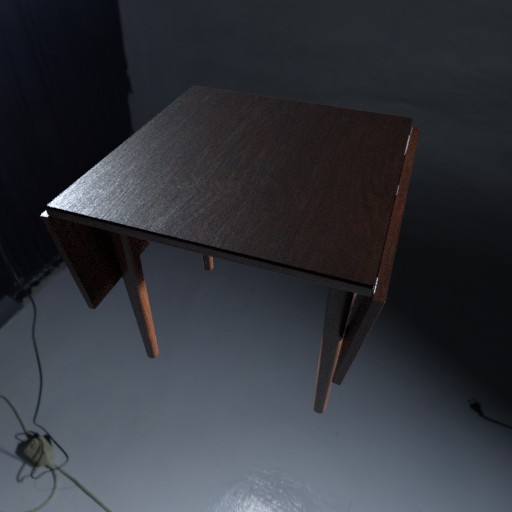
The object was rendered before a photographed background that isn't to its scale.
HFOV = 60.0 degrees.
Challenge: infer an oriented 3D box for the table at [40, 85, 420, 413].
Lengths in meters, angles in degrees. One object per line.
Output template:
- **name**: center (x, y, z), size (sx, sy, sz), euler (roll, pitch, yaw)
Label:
- **table**: center (0.000, 0.000, 1.503), size (0.843, 0.763, 0.812), euler (14, 44, 15)
